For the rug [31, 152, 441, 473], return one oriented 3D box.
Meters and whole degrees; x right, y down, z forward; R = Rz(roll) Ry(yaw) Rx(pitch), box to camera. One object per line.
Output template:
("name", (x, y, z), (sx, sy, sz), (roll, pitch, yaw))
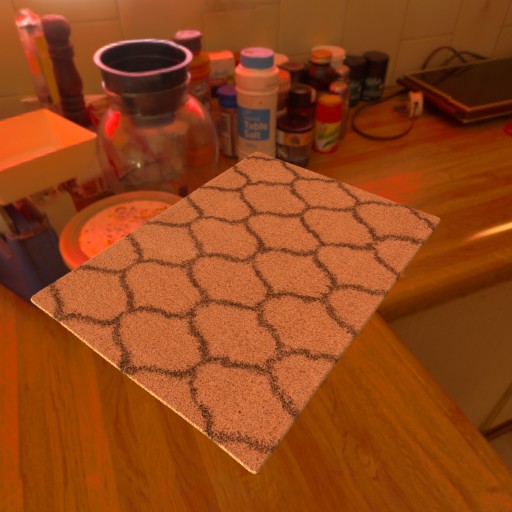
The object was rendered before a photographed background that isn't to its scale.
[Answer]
("rug", (0.000, 0.000, 2.084), (1.200, 0.025, 1.600), (26, 48, 27))
